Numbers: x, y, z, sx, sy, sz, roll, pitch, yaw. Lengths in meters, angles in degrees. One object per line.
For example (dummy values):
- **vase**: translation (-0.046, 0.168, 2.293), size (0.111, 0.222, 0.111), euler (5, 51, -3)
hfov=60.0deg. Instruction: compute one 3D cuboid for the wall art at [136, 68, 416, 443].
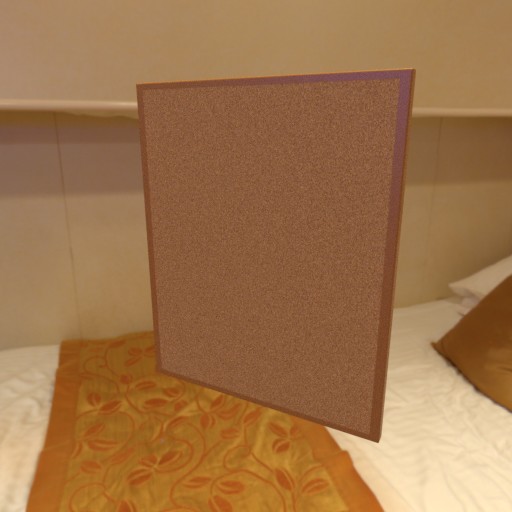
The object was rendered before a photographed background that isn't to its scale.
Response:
- **wall art**: translation (0.000, 0.000, 0.504), size (0.310, 0.379, 0.015), euler (9, 19, 27)
